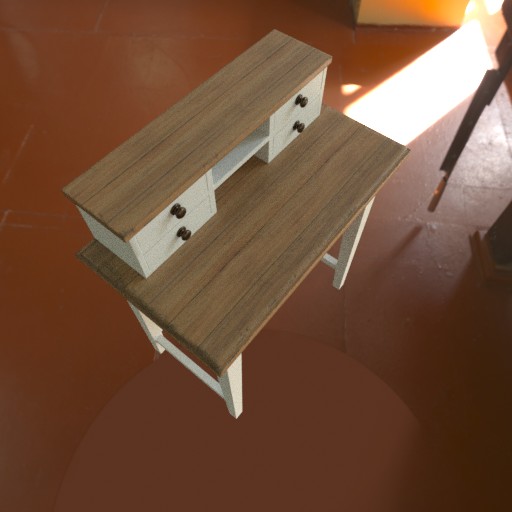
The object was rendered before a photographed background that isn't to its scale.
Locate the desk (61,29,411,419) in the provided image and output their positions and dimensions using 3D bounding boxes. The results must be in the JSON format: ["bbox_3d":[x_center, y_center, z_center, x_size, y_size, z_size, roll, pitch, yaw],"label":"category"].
[{"bbox_3d":[0.000,0.000,1.401,0.462,0.981,0.814,35,65,19],"label":"desk"}]
